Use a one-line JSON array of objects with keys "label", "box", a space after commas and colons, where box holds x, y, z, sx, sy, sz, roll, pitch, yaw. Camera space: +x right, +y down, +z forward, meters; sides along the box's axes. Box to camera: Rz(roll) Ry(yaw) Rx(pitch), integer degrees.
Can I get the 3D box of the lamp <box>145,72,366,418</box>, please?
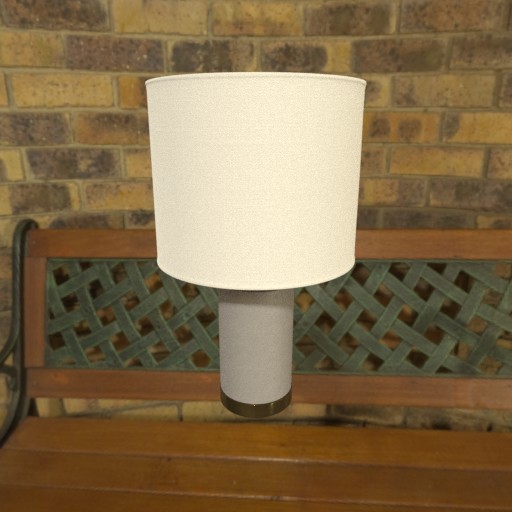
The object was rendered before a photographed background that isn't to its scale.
[{"label": "lamp", "box": [0.000, 0.000, 0.525, 0.229, 0.380, 0.229, 0, 16, 0]}]
